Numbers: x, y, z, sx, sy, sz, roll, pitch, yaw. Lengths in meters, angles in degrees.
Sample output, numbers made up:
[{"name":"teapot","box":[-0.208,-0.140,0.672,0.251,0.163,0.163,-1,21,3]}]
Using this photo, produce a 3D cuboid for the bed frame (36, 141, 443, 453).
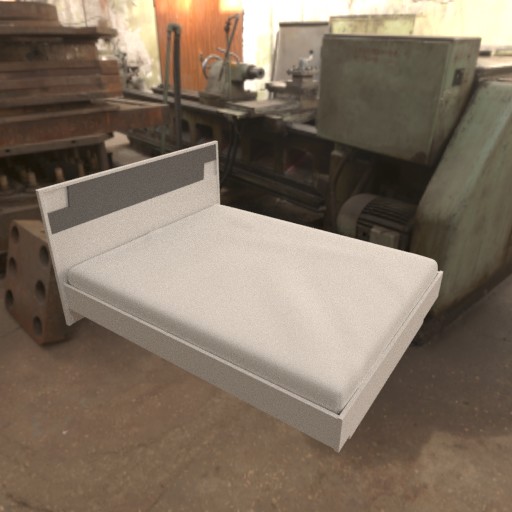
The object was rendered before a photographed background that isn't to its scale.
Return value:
[{"name":"bed frame","box":[0.000,0.000,3.024,2.100,1.001,1.711,17,31,31]}]
